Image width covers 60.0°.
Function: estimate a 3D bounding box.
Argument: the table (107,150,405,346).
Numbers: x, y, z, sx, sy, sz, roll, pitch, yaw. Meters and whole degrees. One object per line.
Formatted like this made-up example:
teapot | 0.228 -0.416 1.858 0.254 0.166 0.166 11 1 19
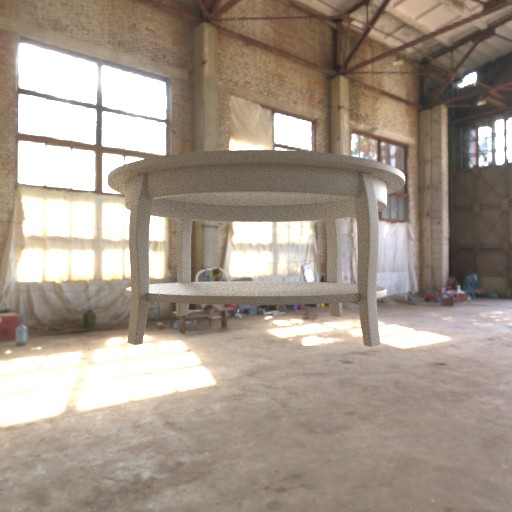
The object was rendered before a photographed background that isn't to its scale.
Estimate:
table | 0.000 0.000 1.426 0.910 0.457 0.910 0 -1 0
